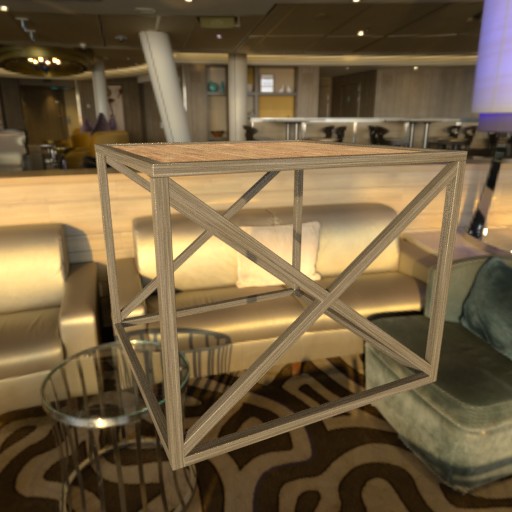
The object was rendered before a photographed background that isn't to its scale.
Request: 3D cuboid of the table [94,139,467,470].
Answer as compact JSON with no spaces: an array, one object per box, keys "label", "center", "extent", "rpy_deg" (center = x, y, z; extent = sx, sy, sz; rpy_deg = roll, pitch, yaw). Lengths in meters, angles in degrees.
[{"label":"table","center":[0.000,0.000,1.061],"extent":[0.611,0.507,0.609],"rpy_deg":[-8,19,-25]}]
